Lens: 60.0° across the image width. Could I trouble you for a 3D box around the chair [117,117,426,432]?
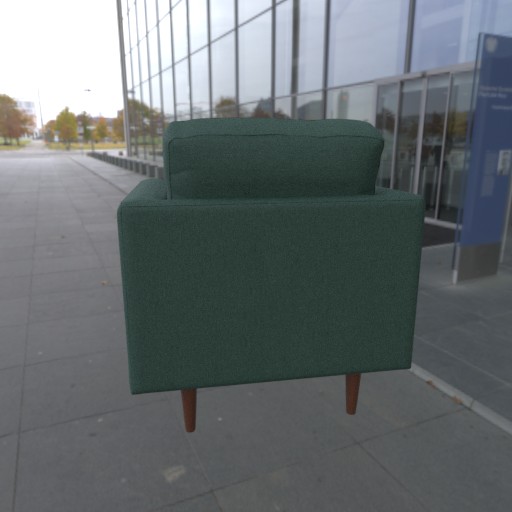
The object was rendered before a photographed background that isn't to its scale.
[{"bbox_3d":[0.000,0.000,1.596,0.855,0.927,0.800,-3,15,-10],"label":"chair"}]
